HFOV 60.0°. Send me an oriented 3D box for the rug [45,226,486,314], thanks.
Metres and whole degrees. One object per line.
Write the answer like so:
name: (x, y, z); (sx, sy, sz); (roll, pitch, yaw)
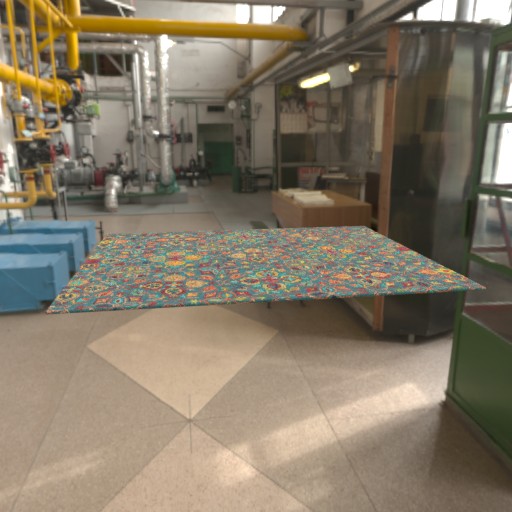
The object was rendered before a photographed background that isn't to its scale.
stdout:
rug: (0.000, 0.000, 4.320); (3.204, 0.025, 2.434); (-2, 15, -8)
